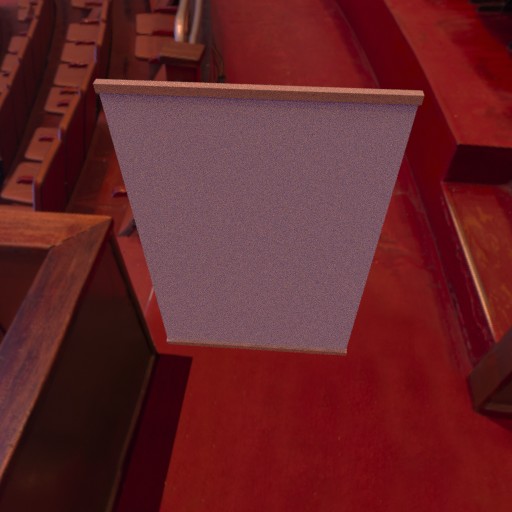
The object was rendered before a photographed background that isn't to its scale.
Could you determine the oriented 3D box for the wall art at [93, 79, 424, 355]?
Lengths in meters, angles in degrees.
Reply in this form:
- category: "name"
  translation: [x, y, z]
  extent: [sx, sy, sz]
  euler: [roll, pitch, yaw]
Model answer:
- category: "wall art"
  translation: [0.000, 0.000, 1.898]
  extent: [0.990, 1.519, 0.030]
  euler: [3, 48, 3]
